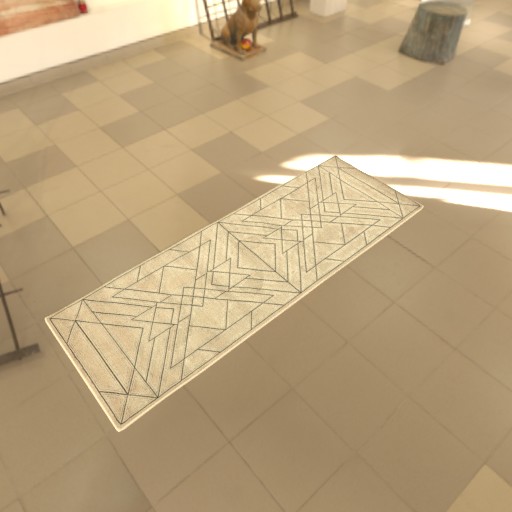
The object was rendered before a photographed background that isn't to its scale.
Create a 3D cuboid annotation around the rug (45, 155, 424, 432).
[{"bbox_3d":[0.000,0.000,2.756,2.381,0.036,0.831,-33,55,-27],"label":"rug"}]
